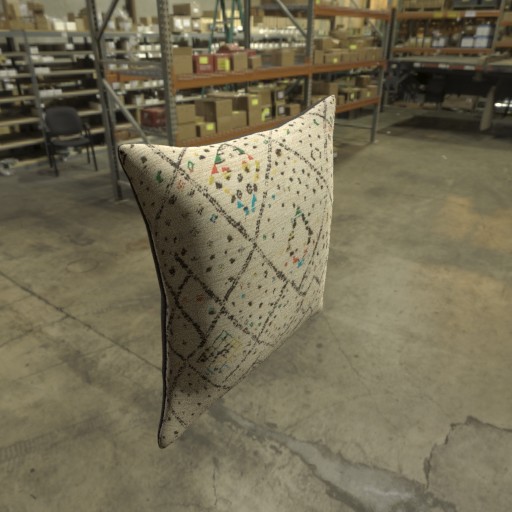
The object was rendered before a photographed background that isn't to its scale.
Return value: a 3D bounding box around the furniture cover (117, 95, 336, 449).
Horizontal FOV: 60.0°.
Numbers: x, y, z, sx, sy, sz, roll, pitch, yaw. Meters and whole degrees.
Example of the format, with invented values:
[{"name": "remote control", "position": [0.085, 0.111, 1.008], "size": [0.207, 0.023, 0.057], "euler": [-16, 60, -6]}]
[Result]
[{"name": "furniture cover", "position": [0.000, 0.000, 0.794], "size": [0.180, 0.498, 0.525], "euler": [19, 32, 32]}]
